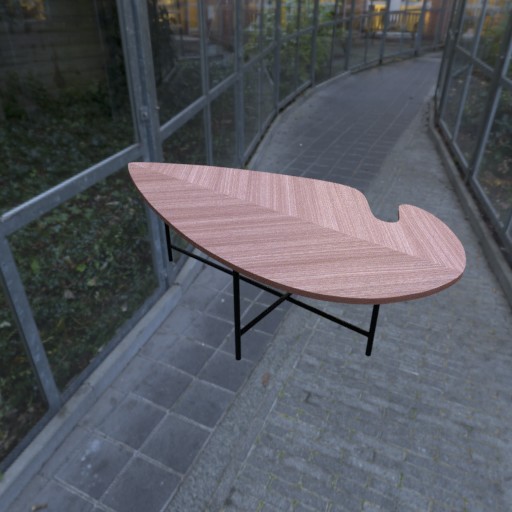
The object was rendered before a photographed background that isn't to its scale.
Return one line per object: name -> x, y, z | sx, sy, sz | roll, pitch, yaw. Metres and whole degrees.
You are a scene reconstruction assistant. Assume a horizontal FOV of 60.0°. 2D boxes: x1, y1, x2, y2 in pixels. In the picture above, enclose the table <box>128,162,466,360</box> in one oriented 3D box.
table -> 0.000, 0.000, 1.419 | 1.199, 0.360, 0.598 | 22, 37, 32
